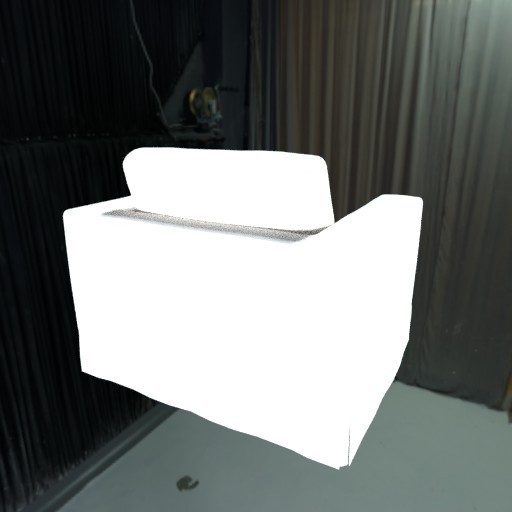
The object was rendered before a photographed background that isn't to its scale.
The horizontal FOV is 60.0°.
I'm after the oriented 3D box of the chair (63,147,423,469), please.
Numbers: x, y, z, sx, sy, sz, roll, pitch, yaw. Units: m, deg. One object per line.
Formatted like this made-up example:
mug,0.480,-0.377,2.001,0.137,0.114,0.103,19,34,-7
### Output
chair,0.000,0.000,1.806,1.150,0.878,0.957,10,20,27
